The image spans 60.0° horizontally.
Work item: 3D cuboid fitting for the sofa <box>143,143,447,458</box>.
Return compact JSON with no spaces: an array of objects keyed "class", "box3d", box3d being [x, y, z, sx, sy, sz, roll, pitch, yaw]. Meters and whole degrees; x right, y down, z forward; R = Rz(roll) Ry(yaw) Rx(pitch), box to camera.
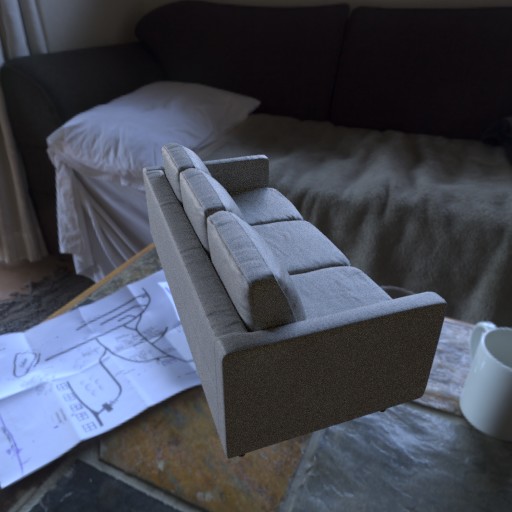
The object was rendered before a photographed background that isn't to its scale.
[{"class":"sofa","box3d":[0.000,0.000,2.482,0.944,0.918,1.983,-10,31,-17]}]
